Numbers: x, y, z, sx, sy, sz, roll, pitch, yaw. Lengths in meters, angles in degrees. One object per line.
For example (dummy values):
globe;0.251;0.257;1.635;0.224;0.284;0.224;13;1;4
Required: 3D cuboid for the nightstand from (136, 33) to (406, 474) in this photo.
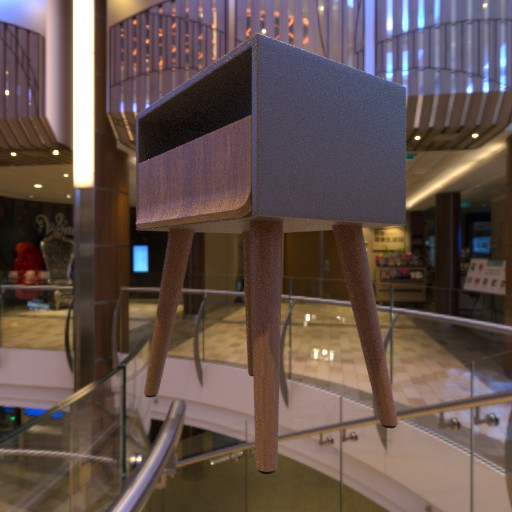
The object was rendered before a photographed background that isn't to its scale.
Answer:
nightstand;0.000;0.000;0.730;0.288;0.508;0.370;0;0;-36
